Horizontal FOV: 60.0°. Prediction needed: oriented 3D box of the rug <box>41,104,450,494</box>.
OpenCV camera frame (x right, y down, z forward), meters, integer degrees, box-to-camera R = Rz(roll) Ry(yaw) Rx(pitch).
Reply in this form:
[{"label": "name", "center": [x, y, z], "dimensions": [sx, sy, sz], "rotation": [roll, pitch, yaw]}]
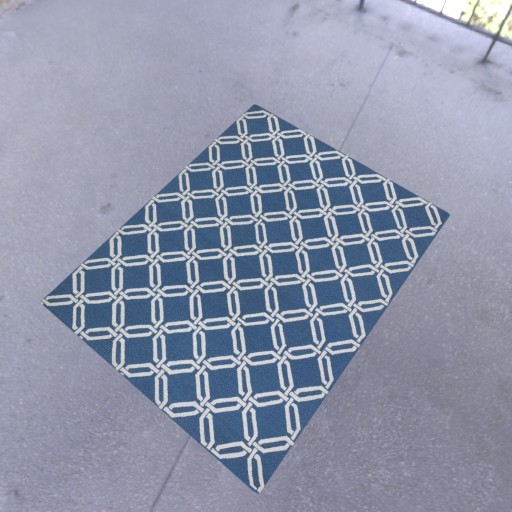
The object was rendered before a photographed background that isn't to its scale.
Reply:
[{"label": "rug", "center": [0.000, 0.000, 3.840], "dimensions": [2.277, 0.020, 2.867], "rotation": [35, 67, 17]}]
